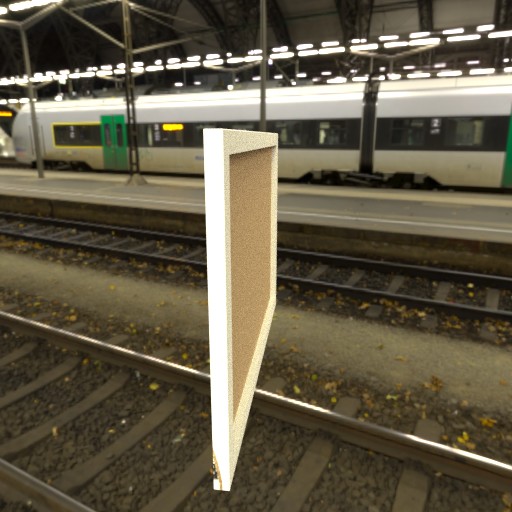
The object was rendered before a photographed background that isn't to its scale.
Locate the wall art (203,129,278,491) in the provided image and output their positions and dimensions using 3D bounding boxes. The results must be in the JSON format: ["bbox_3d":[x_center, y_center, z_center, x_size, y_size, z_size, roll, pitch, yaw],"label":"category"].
[{"bbox_3d":[0.000,0.000,1.426,0.038,0.767,1.144,2,15,7],"label":"wall art"}]
